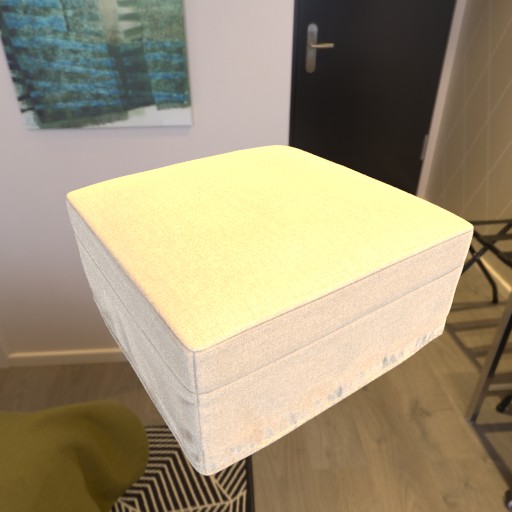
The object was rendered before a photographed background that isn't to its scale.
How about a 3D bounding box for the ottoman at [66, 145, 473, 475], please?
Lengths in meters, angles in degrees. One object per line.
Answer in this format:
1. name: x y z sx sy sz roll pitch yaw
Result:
1. ottoman: 0.000 0.000 1.310 0.843 0.436 0.840 -20 37 -29
